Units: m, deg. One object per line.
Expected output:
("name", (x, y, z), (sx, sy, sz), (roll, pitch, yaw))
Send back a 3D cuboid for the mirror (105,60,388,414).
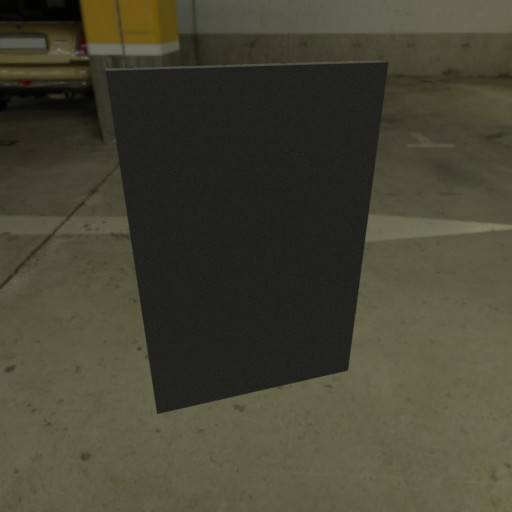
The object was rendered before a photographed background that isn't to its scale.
("mirror", (0.000, 0.000, 1.148), (0.606, 0.912, 0.044), (-8, 30, -15))
